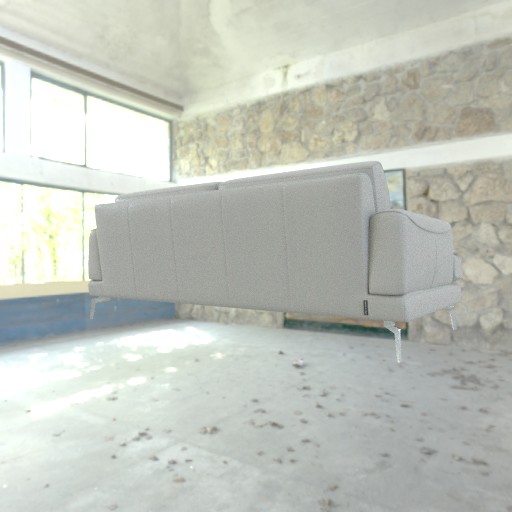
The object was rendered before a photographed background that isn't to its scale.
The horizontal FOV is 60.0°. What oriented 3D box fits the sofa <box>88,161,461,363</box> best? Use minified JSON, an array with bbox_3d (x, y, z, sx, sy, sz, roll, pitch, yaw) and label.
[{"bbox_3d":[0.000,0.000,2.458,1.940,0.765,0.974,0,0,36],"label":"sofa"}]
